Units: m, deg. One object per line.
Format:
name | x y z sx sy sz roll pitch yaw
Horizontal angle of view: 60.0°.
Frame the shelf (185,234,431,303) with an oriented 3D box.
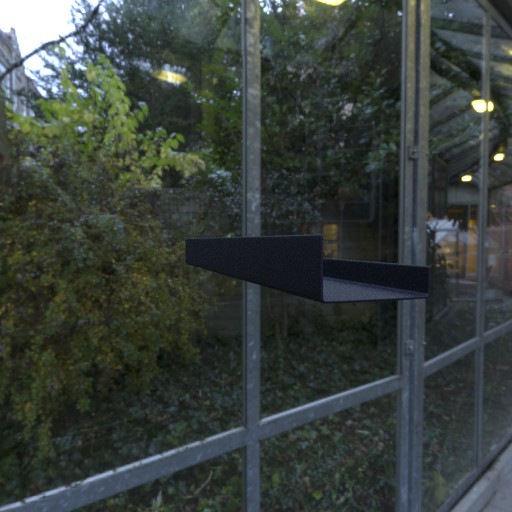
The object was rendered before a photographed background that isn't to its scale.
shelf | 0.000 0.000 0.635 0.102 0.053 0.605 -1 2 -19
